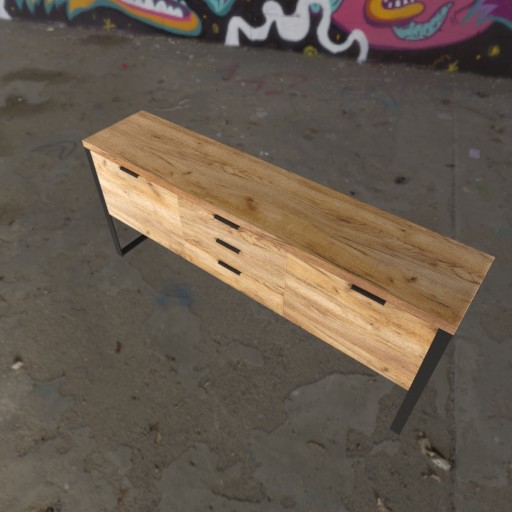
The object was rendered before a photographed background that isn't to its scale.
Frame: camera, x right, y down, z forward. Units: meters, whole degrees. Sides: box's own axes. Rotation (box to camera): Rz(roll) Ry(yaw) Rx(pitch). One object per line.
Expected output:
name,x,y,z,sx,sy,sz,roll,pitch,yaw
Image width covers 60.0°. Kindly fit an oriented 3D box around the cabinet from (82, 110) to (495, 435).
cabinet,0.000,0.000,2.094,1.800,0.762,0.395,28,51,25
